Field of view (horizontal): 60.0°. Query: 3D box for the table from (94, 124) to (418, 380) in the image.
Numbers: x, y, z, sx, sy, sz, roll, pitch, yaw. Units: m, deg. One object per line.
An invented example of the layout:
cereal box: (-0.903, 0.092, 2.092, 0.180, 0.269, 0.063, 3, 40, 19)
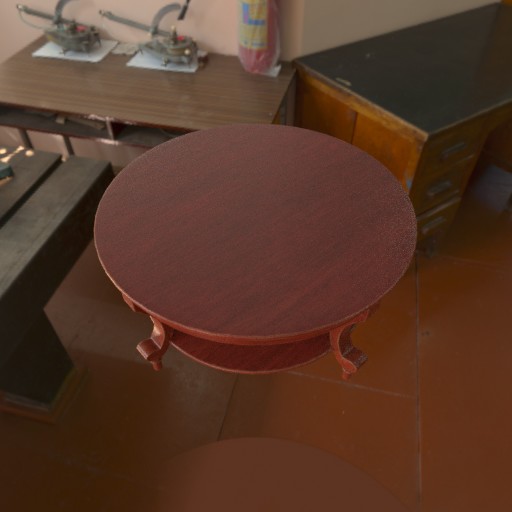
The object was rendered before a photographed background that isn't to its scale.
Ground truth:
table: (0.000, 0.000, 1.618, 1.029, 0.486, 1.029, 0, 46, 0)
